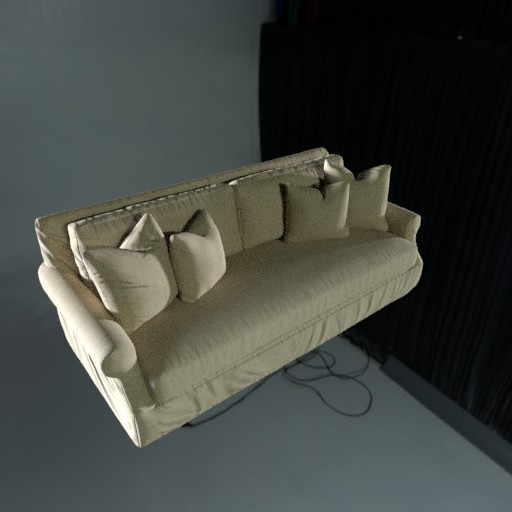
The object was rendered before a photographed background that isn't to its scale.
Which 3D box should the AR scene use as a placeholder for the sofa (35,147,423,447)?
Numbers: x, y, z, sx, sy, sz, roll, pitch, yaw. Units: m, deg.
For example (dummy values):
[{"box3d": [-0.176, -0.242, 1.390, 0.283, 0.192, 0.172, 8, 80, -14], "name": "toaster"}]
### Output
[{"box3d": [0.000, 0.000, 2.734, 2.285, 0.904, 1.067, -21, 36, -33], "name": "sofa"}]
